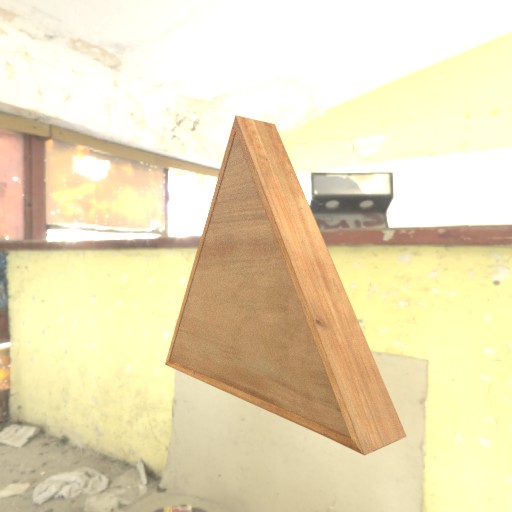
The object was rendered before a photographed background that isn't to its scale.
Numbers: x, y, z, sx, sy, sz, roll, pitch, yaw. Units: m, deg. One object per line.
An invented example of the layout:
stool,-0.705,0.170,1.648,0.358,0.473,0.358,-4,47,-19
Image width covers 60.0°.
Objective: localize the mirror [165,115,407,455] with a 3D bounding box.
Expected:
mirror,0.000,0.000,0.892,0.100,0.548,0.631,0,0,-37
